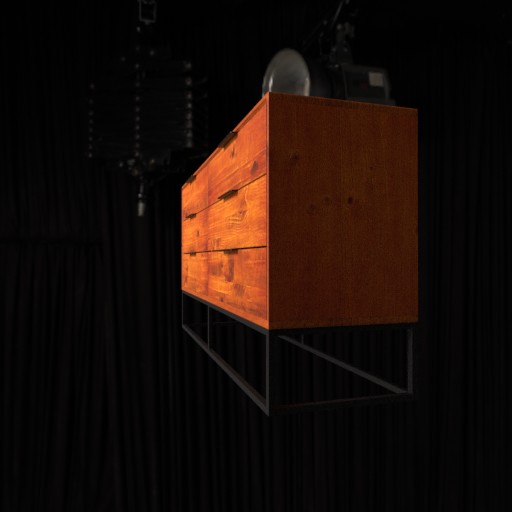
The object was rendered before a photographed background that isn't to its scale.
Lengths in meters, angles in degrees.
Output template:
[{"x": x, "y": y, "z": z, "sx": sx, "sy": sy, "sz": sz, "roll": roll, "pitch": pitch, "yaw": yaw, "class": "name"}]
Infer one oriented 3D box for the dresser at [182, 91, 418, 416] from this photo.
[{"x": 0.000, "y": 0.000, "z": 1.897, "sx": 0.464, "sy": 0.810, "sz": 1.536, "roll": 0, "pitch": 0, "yaw": -17, "class": "dresser"}]
